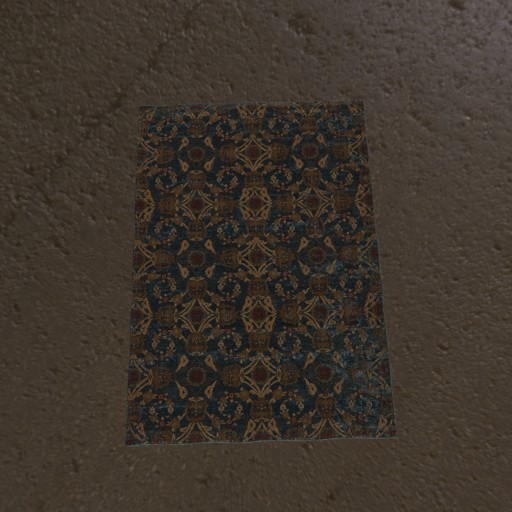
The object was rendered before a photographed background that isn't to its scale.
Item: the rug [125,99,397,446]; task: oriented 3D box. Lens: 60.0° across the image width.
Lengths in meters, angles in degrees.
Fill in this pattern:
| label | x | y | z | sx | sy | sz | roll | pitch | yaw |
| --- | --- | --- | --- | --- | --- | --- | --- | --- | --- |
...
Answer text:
| label | x | y | z | sx | sy | sz | roll | pitch | yaw |
| --- | --- | --- | --- | --- | --- | --- | --- | --- | --- |
| rug | 0.000 | 0.000 | 4.201 | 2.337 | 0.013 | 3.291 | -2 | 76 | 0 |
